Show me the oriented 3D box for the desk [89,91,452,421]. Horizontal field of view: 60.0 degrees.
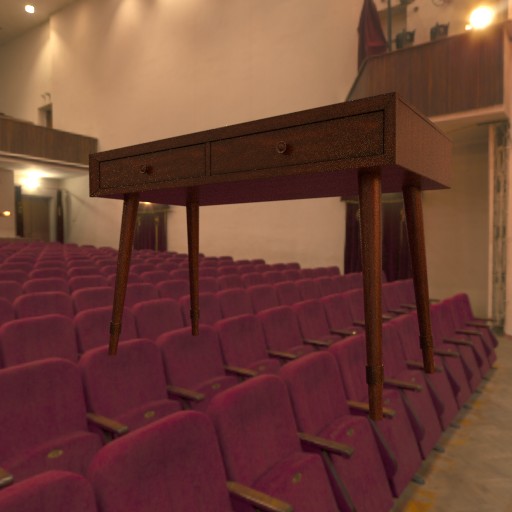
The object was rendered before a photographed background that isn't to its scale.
[{"bbox_3d":[0.000,0.000,2.107,1.577,1.031,0.734,1,2,36],"label":"desk"}]
